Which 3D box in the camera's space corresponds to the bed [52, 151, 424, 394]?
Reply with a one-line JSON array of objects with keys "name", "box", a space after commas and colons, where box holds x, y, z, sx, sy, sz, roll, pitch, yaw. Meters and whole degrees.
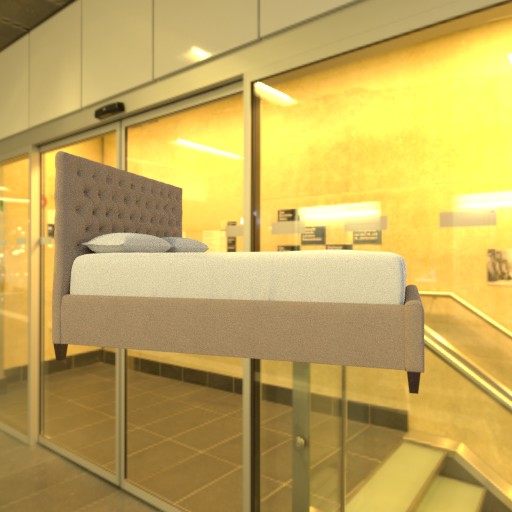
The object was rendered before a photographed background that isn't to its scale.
[{"name": "bed", "box": [0.000, 0.000, 3.425, 2.387, 1.427, 1.698, 0, 0, 19]}]
